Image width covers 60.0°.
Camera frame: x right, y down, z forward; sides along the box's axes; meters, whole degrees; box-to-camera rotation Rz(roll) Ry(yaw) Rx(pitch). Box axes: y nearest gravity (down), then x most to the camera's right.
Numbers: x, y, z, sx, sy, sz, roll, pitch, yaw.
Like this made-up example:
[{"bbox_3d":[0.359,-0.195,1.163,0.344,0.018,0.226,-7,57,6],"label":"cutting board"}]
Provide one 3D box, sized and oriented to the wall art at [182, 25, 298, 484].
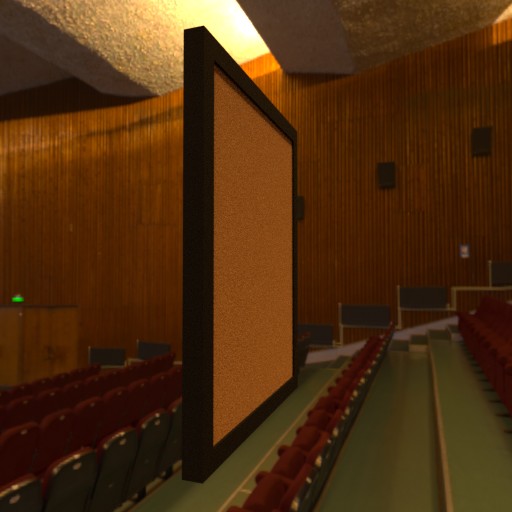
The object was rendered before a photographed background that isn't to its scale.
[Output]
[{"bbox_3d":[0.000,0.000,0.760,0.029,0.559,0.457,-1,-2,20],"label":"wall art"}]
